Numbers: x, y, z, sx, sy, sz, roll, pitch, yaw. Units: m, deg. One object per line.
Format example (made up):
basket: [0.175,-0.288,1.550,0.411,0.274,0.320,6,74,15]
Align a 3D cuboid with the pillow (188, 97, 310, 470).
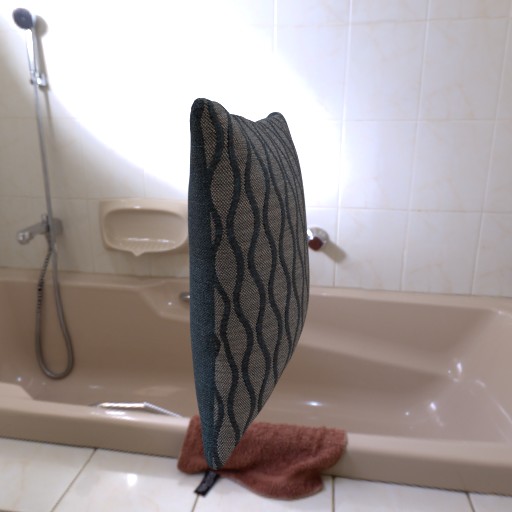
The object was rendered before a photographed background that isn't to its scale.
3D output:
pillow: [0.000,0.000,0.673,0.159,0.435,0.435,3,16,11]
